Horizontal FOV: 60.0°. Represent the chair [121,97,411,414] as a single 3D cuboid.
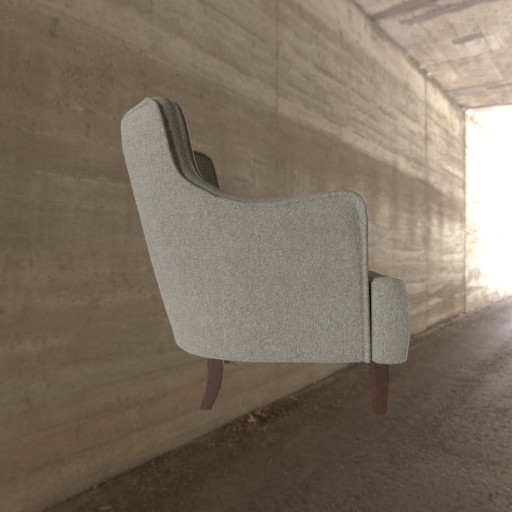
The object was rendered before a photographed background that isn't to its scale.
[{"bbox_3d":[0.000,0.000,1.606,0.910,0.920,0.820,0,0,2],"label":"chair"}]
